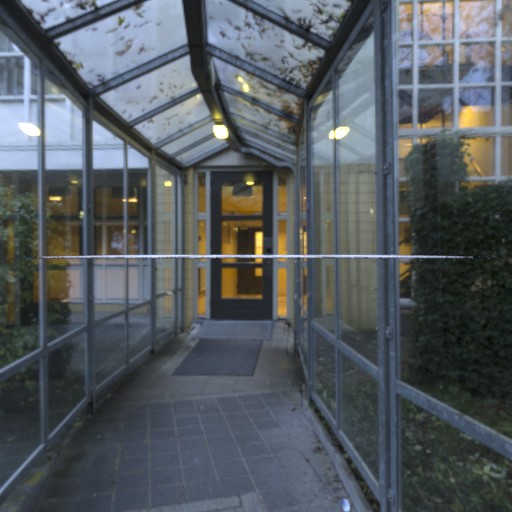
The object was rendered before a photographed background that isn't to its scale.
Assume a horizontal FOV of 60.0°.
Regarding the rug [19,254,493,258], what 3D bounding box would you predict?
[{"bbox_3d":[0.000,0.000,2.288,1.848,0.012,1.217,0,0,0],"label":"rug"}]
